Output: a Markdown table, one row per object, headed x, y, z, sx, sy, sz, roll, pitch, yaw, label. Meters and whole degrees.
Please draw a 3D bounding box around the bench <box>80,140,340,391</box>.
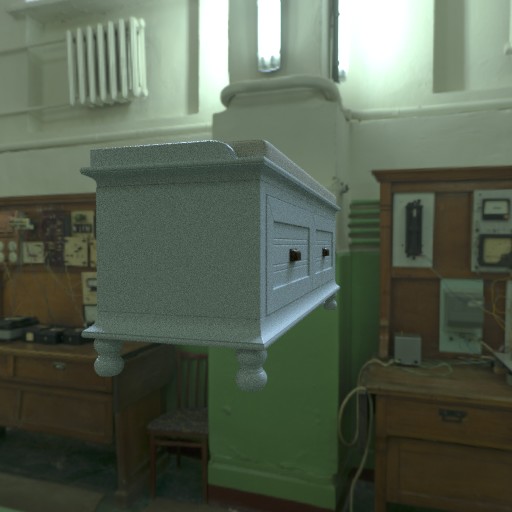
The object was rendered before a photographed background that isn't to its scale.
| x | y | z | sx | sy | sz | roll | pitch | yaw | label |
| --- | --- | --- | --- | --- | --- | --- | --- | --- | --- |
| 0.000 | 0.000 | 1.435 | 0.402 | 0.486 | 1.185 | 0 | 2 | 17 | bench |
